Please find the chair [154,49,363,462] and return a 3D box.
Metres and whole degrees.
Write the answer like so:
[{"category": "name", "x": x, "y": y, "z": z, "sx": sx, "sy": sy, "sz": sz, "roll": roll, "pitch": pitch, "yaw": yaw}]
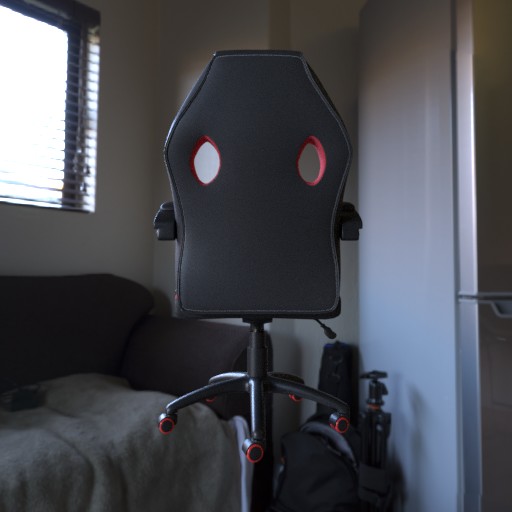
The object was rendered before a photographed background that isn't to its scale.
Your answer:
[{"category": "chair", "x": 0.000, "y": 0.000, "z": 1.600, "sx": 0.673, "sy": 1.187, "sz": 0.724, "roll": 0, "pitch": -2, "yaw": 0}]
